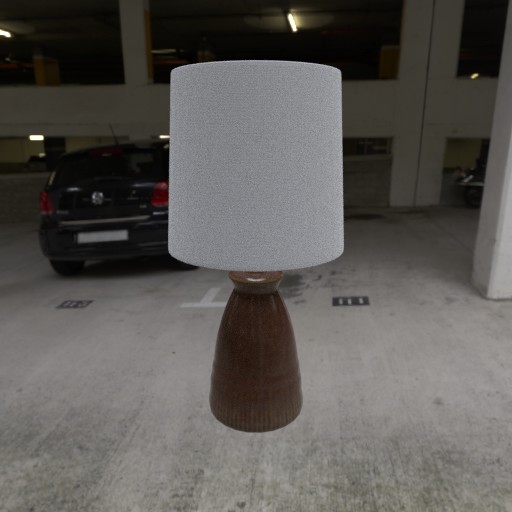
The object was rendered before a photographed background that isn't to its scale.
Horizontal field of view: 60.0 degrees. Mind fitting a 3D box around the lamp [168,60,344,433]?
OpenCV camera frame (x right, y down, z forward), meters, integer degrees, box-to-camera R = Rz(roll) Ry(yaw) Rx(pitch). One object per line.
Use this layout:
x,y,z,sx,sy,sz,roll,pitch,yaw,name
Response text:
0.000,0.000,0.483,0.186,0.369,0.186,0,15,0,lamp
